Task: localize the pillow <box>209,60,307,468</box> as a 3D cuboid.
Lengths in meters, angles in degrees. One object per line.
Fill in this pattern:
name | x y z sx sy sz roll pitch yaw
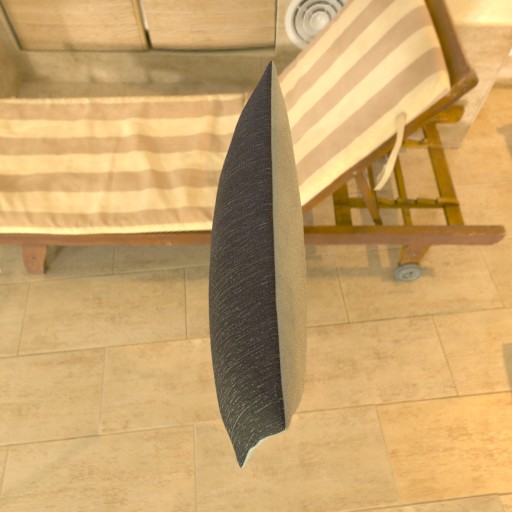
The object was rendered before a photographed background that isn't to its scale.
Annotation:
pillow | 0.000 0.000 0.737 0.156 0.305 0.608 0 58 0
